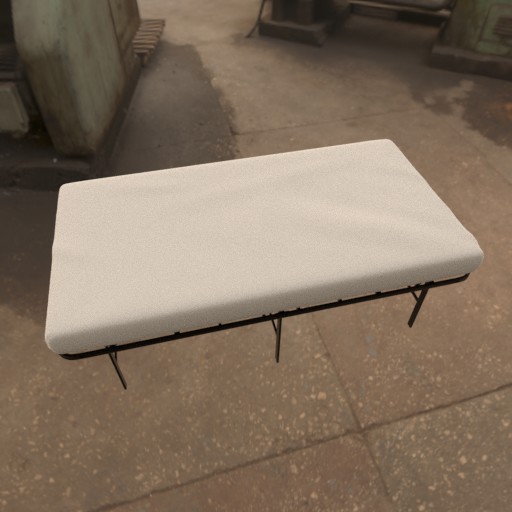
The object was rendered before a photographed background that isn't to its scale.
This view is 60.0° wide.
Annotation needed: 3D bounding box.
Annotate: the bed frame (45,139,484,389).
[{"bbox_3d":[0.000,0.000,2.334,1.903,0.619,0.989,-10,48,-9],"label":"bed frame"}]
